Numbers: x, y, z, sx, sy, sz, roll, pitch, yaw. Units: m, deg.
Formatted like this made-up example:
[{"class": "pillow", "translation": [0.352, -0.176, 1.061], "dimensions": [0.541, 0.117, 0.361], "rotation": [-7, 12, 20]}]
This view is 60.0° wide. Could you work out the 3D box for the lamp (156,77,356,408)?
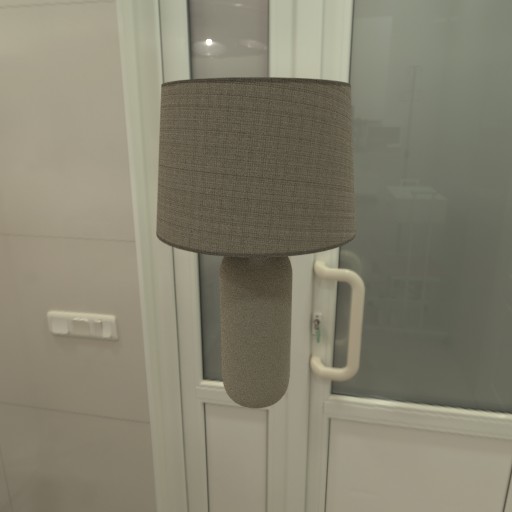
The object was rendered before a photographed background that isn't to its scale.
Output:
[{"class": "lamp", "translation": [0.000, 0.000, 0.849], "dimensions": [0.367, 0.609, 0.367], "rotation": [0, 17, 0]}]
